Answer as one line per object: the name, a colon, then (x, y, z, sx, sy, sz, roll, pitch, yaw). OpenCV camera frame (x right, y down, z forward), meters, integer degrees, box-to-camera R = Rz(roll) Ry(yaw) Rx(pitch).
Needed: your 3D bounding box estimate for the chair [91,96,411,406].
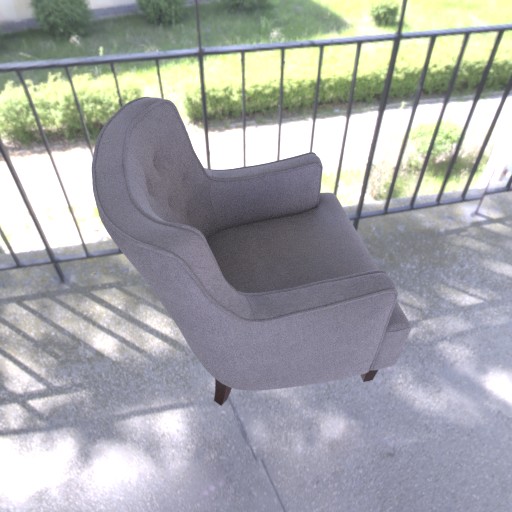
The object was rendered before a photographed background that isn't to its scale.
chair: (0.000, 0.000, 1.573, 0.910, 0.919, 0.781, -9, 46, -9)
